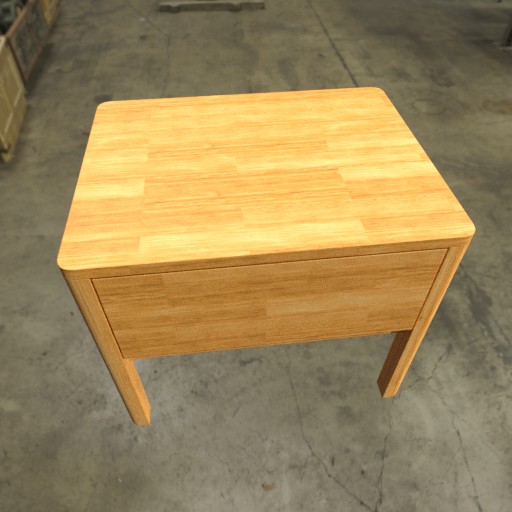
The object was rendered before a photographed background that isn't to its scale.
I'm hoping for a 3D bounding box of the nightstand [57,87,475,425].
[{"bbox_3d":[0.000,0.000,0.896,0.560,0.470,0.440,-5,47,-5],"label":"nightstand"}]
